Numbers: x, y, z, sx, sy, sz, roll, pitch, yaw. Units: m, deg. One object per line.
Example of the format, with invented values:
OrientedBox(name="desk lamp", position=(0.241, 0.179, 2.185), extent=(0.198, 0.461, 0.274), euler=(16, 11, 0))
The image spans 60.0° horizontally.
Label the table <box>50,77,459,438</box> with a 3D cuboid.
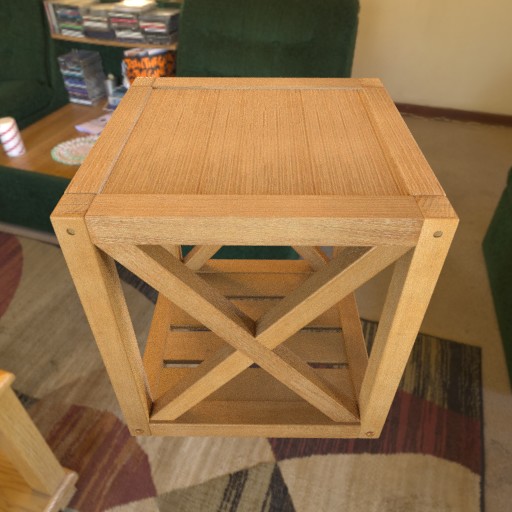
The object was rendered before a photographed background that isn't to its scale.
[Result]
OrientedBox(name="table", position=(0.000, 0.000, 1.005), extent=(0.559, 0.610, 0.558), euler=(0, 41, 0))
